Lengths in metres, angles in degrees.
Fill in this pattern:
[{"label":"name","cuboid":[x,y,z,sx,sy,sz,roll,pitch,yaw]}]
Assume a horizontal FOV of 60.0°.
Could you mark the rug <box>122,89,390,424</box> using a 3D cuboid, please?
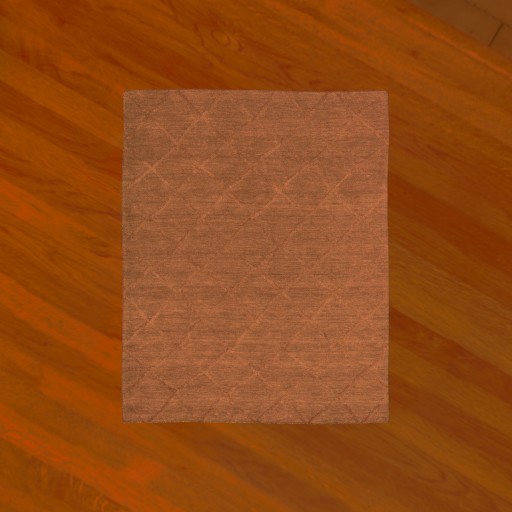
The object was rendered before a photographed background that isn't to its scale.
[{"label":"rug","cuboid":[0.000,0.000,4.032,2.438,0.013,3.048,0,89,0]}]
